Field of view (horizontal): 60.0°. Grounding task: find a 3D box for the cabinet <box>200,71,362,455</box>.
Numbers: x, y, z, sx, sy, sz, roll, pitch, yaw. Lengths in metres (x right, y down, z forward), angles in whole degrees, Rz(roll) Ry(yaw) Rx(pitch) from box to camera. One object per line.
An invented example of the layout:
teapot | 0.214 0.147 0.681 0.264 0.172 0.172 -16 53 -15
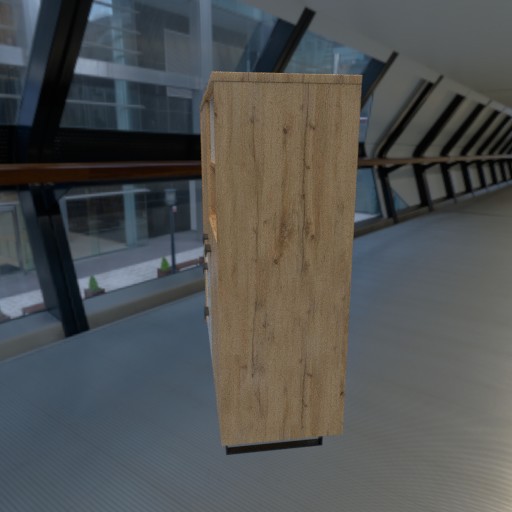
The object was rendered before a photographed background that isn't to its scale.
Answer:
cabinet | 0.000 0.000 2.033 0.473 1.397 1.168 -2 14 -8
